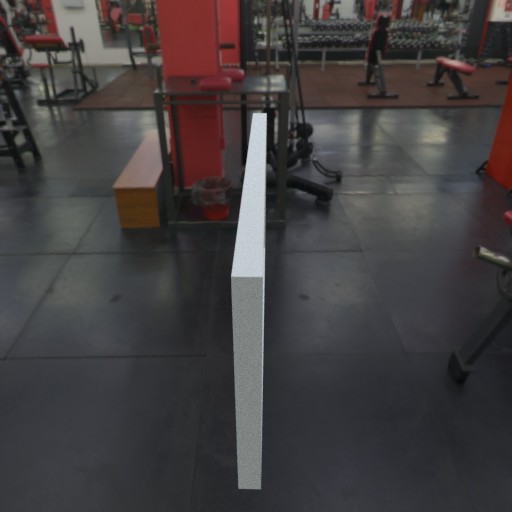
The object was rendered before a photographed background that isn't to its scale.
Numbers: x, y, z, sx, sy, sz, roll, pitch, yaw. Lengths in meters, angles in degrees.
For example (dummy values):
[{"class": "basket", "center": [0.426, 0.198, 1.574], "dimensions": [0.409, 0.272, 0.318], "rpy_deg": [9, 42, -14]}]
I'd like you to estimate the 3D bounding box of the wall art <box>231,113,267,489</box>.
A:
[{"class": "wall art", "center": [0.000, 0.000, 0.986], "dimensions": [0.038, 0.431, 0.812], "rpy_deg": [1, 31, 1]}]
